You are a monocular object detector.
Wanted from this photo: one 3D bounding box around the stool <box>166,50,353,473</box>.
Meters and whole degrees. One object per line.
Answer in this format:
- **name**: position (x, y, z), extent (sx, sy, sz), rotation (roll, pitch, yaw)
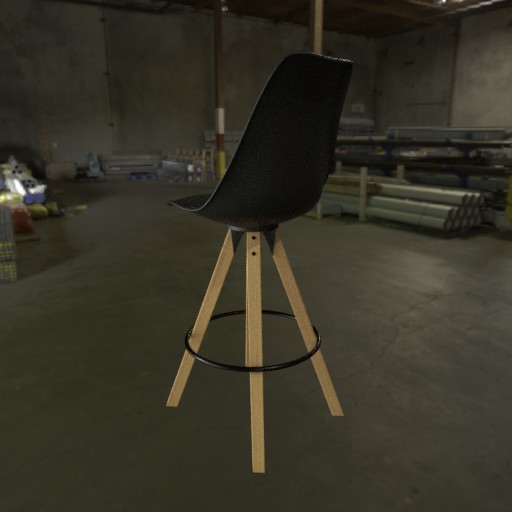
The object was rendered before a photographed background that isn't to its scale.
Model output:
- **stool**: position (0.000, 0.000, 1.406), extent (0.485, 1.115, 0.550), rotation (-14, 20, -42)
